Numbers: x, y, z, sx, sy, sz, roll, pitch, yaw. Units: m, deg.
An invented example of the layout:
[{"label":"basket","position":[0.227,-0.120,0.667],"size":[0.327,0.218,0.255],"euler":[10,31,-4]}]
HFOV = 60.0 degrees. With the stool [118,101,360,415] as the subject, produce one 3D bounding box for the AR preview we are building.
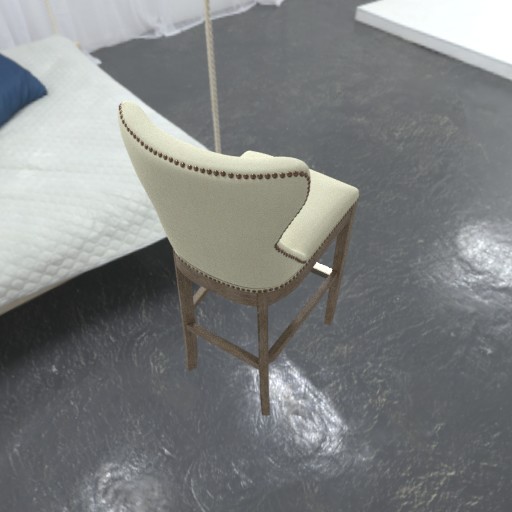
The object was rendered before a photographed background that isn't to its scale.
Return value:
[{"label":"stool","position":[0.000,0.000,1.440],"size":[0.494,1.123,0.606],"euler":[24,51,21]}]
